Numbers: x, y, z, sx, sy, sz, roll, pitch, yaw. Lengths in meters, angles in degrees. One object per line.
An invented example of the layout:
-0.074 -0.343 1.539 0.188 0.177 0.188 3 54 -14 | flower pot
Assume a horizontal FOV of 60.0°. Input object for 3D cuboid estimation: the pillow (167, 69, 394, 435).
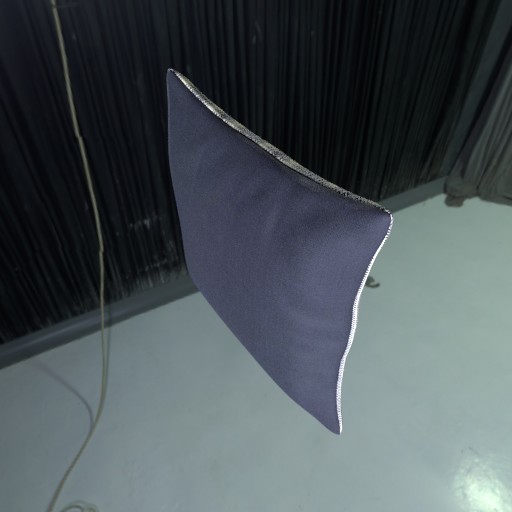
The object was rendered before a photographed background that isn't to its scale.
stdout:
0.000 0.000 0.793 0.166 0.508 0.520 -25 48 -25 | pillow
